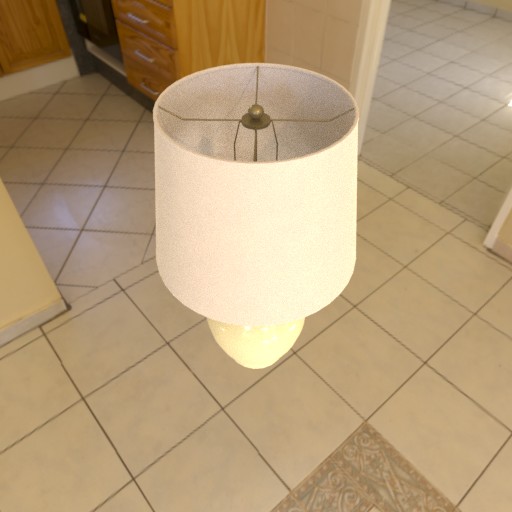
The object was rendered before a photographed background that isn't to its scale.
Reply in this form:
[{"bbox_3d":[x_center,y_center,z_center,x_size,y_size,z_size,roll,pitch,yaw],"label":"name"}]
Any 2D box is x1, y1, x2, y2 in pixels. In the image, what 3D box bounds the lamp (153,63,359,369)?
[{"bbox_3d":[0.000,0.000,0.551,0.239,0.399,0.239,0,46,0],"label":"lamp"}]
